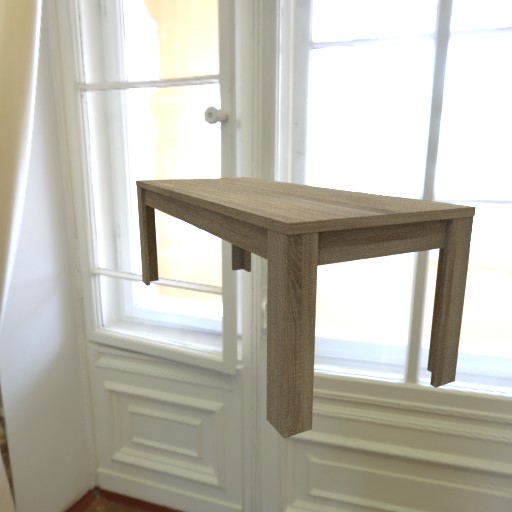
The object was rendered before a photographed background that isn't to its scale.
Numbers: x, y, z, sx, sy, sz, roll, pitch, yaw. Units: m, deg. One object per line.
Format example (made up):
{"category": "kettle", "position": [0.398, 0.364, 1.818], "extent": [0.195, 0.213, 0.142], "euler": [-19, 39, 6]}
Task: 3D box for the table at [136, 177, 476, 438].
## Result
{"category": "table", "position": [0.000, 0.000, 2.659], "extent": [0.900, 0.790, 2.200], "euler": [-7, 15, -26]}
